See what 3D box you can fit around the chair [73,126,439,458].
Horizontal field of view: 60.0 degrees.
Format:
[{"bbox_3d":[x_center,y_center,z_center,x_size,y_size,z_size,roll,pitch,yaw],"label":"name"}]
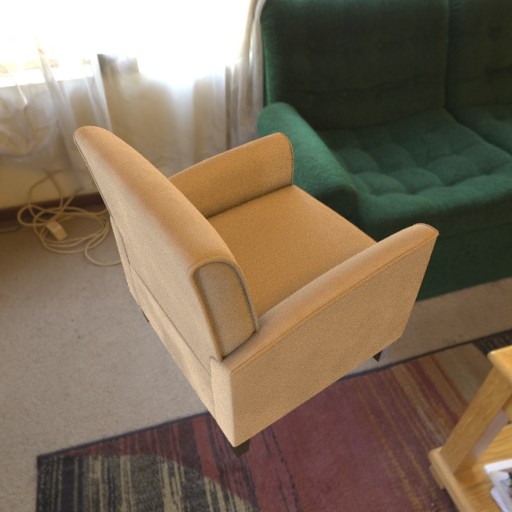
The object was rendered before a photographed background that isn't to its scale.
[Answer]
[{"bbox_3d":[0.000,0.000,1.540,0.821,0.915,0.820,-25,47,-25],"label":"chair"}]
